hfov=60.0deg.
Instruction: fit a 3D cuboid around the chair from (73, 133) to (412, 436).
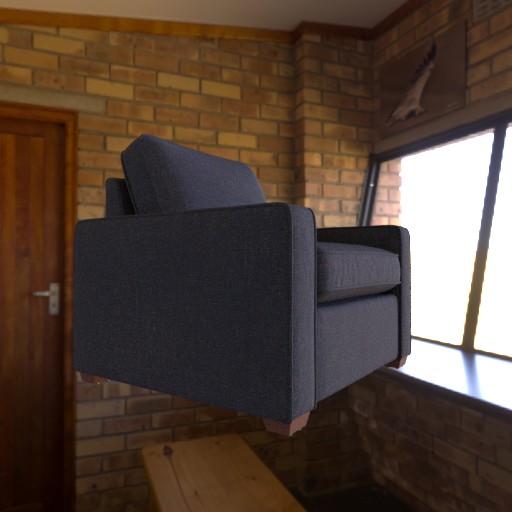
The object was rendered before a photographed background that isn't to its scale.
[{"bbox_3d":[0.000,0.000,1.737,0.940,0.919,1.017,0,-1,36],"label":"chair"}]
